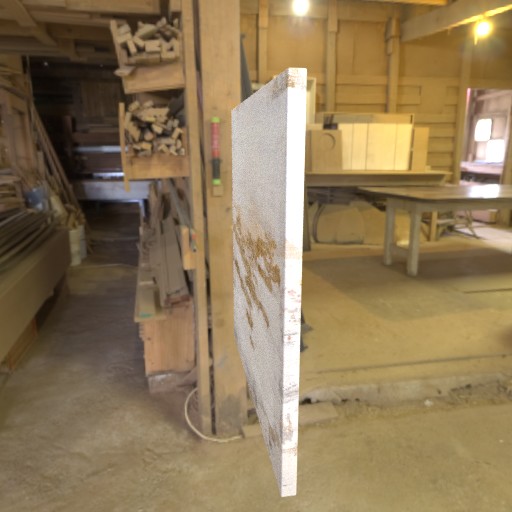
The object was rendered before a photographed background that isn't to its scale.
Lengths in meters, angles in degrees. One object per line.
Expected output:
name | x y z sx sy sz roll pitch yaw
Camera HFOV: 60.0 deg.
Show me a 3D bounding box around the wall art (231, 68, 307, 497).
wall art | 0.000 0.000 1.495 0.040 1.018 1.015 -2 14 -9
